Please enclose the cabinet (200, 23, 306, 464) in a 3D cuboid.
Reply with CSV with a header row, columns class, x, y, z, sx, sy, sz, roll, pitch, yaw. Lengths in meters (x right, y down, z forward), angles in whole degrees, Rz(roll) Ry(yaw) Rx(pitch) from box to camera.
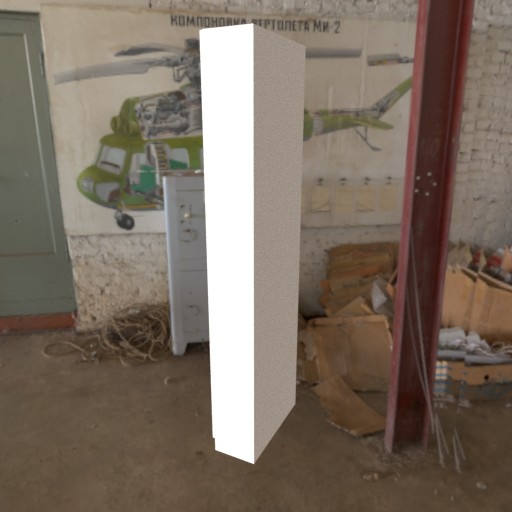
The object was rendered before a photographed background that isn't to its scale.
class,x,y,z,sx,sy,sz,roll,pitch,yaw
cabinet,0.000,0.000,2.005,0.230,1.790,0.500,8,18,25
